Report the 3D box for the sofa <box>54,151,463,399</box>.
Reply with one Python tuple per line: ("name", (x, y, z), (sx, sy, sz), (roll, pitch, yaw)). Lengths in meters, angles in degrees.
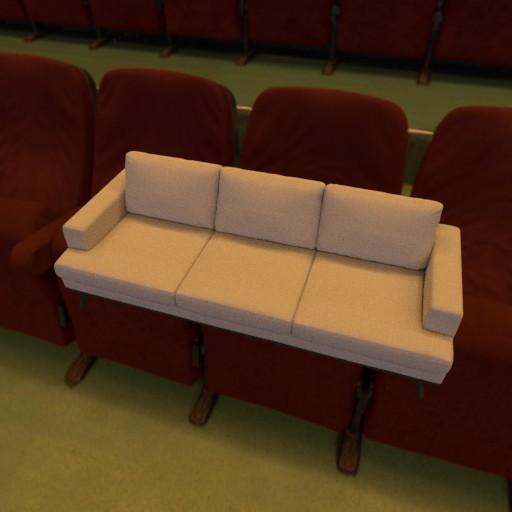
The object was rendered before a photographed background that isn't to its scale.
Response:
("sofa", (0.000, 0.000, 2.724), (2.310, 0.810, 0.920), (12, 43, 14))
